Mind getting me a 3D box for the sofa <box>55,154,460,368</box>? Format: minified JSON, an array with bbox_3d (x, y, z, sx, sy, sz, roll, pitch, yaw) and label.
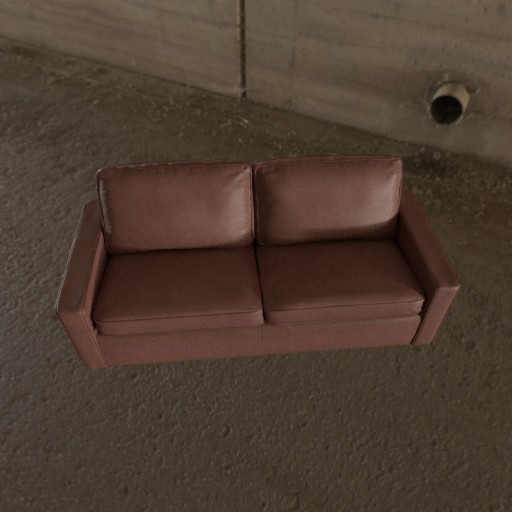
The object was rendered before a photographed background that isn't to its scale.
[{"bbox_3d":[0.000,0.000,2.620,2.080,0.919,0.940,-3,46,-3],"label":"sofa"}]
